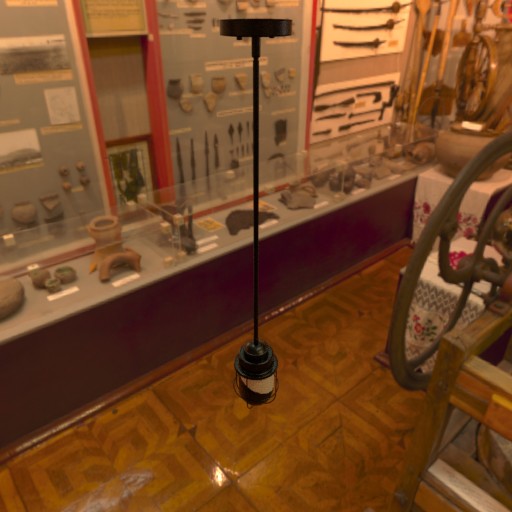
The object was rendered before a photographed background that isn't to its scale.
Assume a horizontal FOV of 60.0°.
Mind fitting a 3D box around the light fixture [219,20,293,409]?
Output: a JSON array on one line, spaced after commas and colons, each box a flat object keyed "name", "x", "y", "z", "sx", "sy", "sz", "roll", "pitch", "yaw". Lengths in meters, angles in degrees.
[{"name": "light fixture", "x": 0.000, "y": 0.000, "z": 0.978, "sx": 0.123, "sy": 0.920, "sz": 0.123, "roll": -22, "pitch": 37, "yaw": -33}]
